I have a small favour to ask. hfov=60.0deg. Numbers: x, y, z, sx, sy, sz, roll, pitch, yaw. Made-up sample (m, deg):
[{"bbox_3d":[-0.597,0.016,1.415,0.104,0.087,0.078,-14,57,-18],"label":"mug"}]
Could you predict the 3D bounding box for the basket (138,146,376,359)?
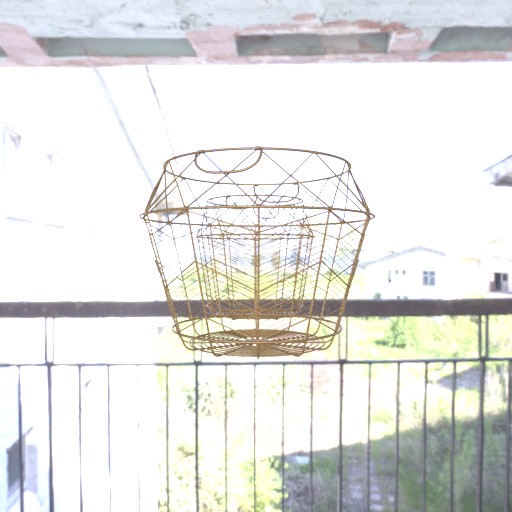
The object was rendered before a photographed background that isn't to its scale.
[{"bbox_3d":[0.000,0.000,1.049,0.451,0.343,0.805,0,0,-1],"label":"basket"}]
